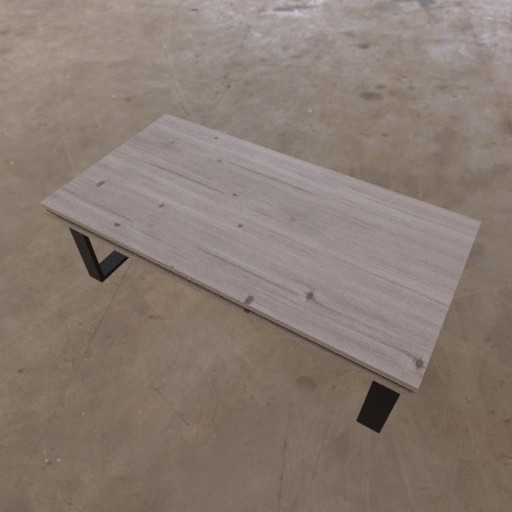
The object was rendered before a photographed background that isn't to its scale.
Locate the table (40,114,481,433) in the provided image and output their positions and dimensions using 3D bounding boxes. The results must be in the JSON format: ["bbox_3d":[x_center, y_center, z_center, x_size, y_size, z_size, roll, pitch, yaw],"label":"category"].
[{"bbox_3d":[0.000,0.000,1.690,1.350,0.450,0.700,24,52,20],"label":"table"}]
